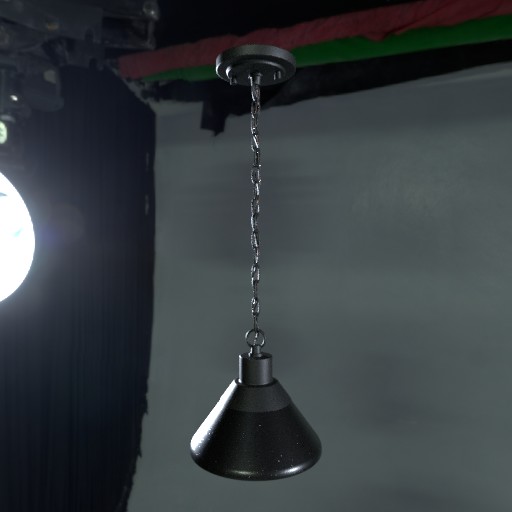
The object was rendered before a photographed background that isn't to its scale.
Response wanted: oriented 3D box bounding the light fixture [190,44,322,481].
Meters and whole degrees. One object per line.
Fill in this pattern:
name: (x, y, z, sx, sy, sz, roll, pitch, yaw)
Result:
light fixture: (0.000, 0.000, 0.677, 0.201, 0.588, 0.201, 0, 1, 17)
